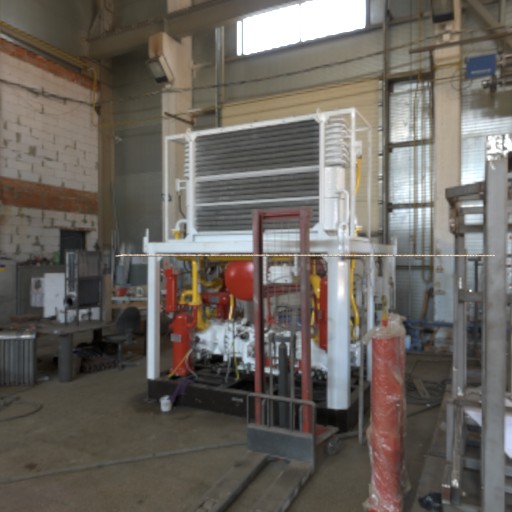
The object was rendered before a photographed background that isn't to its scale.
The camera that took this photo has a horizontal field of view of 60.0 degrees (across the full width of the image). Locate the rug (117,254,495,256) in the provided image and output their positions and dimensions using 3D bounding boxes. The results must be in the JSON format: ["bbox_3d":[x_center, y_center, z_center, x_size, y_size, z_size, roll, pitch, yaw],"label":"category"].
[{"bbox_3d":[0.000,0.000,4.098,2.442,0.008,3.046,0,0,-18],"label":"rug"}]
